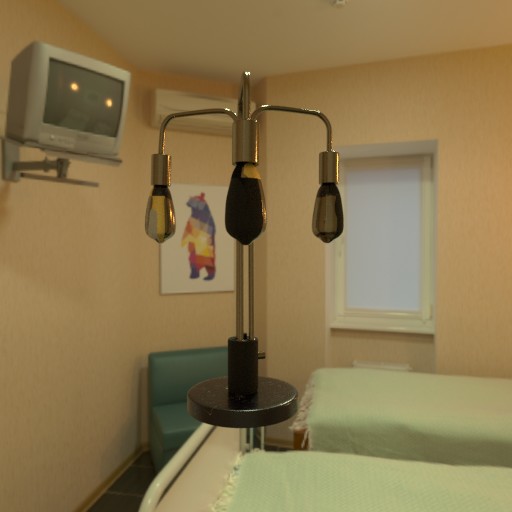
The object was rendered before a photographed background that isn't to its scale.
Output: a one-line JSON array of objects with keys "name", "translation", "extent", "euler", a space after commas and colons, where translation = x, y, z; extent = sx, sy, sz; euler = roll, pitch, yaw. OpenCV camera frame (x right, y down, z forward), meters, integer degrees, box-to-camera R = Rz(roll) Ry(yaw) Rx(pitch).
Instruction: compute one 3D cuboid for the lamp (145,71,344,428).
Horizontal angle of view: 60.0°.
[{"name": "lamp", "translation": [0.000, 0.000, 0.799], "extent": [0.368, 0.560, 0.355], "euler": [0, 1, -18]}]
